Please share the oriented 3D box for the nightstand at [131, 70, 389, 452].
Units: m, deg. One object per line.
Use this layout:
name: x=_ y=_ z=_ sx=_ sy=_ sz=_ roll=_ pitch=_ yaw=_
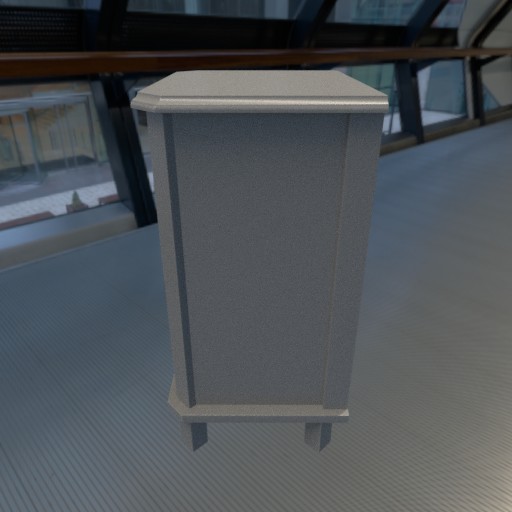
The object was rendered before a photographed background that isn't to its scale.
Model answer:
nightstand: x=0.000 y=0.000 z=0.918 sx=0.348 sy=0.680 sz=0.435 roll=0 pitch=27 yaw=0
